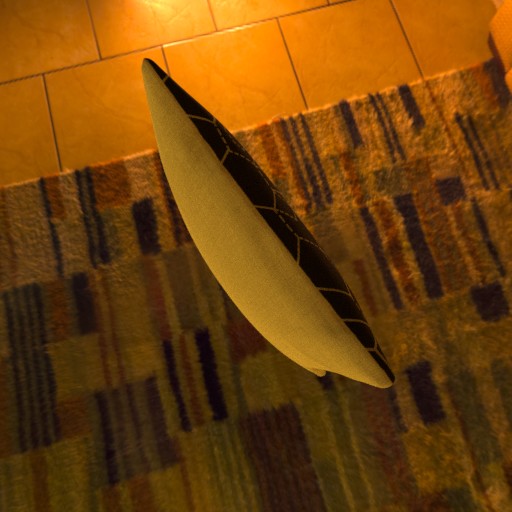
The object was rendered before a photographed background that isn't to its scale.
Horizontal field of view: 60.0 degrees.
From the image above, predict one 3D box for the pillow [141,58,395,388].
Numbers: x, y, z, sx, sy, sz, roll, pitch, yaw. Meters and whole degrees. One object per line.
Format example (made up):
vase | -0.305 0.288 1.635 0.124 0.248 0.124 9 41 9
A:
pillow | 0.000 0.000 0.783 0.158 0.508 0.517 -35 79 -8
